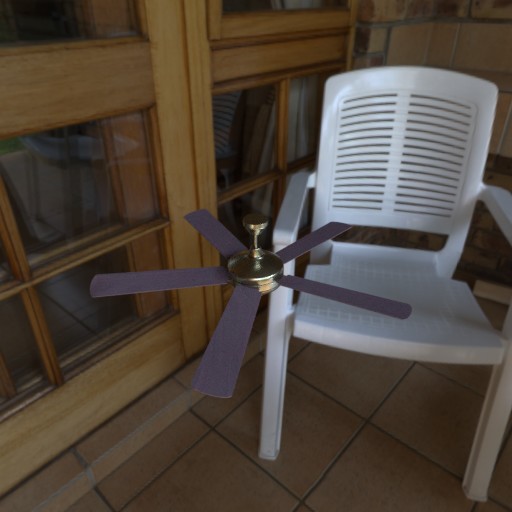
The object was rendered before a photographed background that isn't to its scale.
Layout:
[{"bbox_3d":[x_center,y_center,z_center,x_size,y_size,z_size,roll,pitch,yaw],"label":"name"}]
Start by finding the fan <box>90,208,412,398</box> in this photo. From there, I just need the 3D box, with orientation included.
[{"bbox_3d":[0.000,0.000,1.923,1.321,0.356,1.321,20,37,30],"label":"fan"}]
